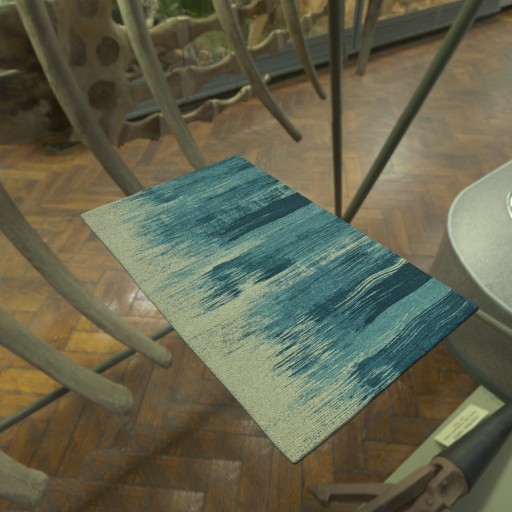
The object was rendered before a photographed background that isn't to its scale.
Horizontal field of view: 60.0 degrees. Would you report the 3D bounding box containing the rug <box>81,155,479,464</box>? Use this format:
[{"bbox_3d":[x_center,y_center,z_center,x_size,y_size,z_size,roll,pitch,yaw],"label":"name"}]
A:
[{"bbox_3d":[0.000,0.000,3.041,1.540,0.027,2.450,-28,48,-28],"label":"rug"}]
